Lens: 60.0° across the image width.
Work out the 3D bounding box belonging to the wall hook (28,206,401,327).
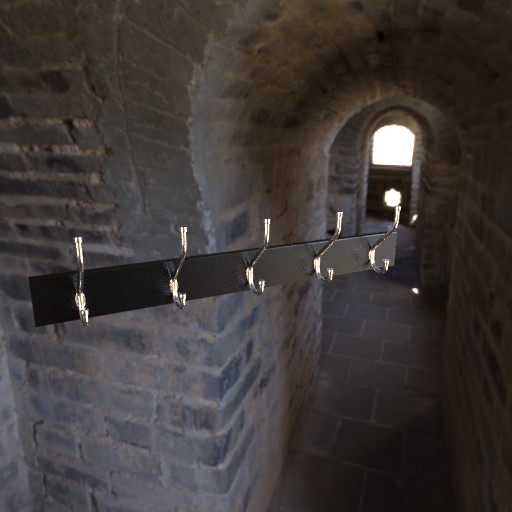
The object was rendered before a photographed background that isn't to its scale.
[{"bbox_3d":[0.000,0.000,0.623,0.571,0.117,0.071,-8,17,-26],"label":"wall hook"}]
